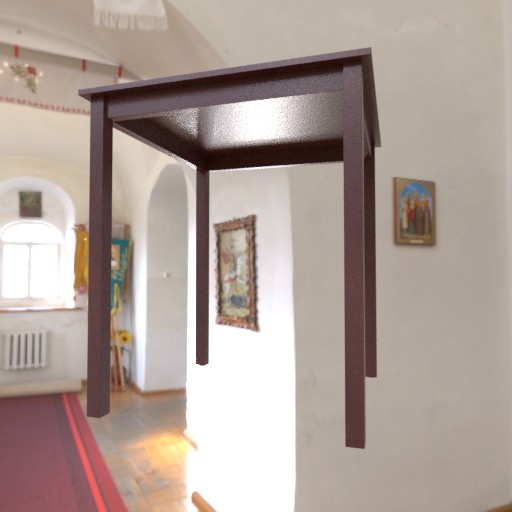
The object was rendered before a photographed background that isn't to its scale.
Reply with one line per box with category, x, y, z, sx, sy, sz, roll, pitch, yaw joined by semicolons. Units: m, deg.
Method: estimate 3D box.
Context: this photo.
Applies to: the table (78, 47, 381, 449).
table;0.000;0.000;1.610;0.861;0.991;0.861;-1;-2;17
